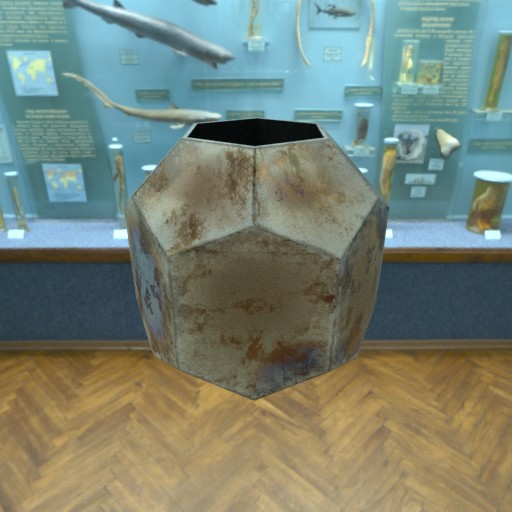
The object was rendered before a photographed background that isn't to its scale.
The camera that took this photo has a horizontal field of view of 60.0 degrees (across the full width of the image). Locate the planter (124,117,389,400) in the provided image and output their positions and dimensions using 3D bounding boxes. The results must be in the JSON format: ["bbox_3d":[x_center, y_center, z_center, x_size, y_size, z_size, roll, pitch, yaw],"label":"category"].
[{"bbox_3d":[0.000,0.000,0.428,0.243,0.238,0.221,0,26,1],"label":"planter"}]
